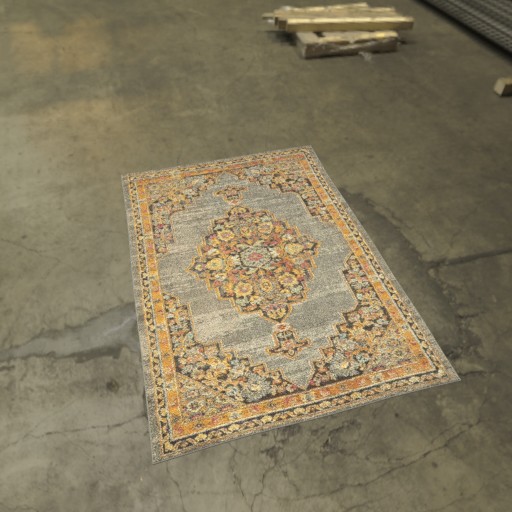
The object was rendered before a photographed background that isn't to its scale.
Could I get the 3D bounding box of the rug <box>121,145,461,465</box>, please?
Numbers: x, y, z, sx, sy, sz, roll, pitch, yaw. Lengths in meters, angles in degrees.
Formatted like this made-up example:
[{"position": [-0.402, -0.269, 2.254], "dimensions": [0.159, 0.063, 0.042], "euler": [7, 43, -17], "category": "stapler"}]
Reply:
[{"position": [0.000, 0.000, 3.919], "dimensions": [2.158, 0.024, 3.063], "euler": [-11, 48, -10], "category": "rug"}]
